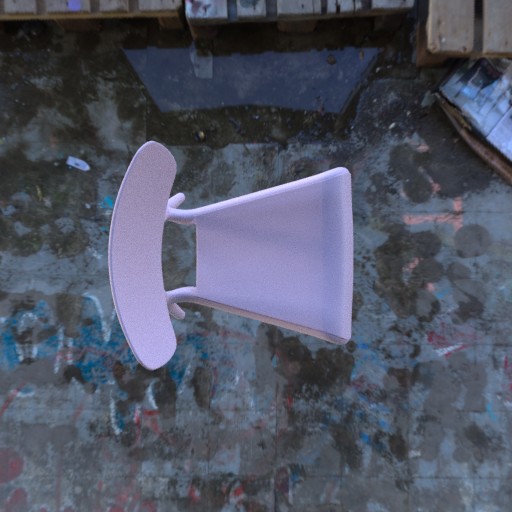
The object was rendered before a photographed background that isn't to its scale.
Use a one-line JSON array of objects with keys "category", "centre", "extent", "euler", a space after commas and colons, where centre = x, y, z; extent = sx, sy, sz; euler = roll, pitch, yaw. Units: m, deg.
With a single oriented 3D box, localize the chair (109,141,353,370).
[{"category": "chair", "centre": [0.000, 0.000, 0.832], "extent": [0.401, 0.580, 0.356], "euler": [0, 90, 0]}]
